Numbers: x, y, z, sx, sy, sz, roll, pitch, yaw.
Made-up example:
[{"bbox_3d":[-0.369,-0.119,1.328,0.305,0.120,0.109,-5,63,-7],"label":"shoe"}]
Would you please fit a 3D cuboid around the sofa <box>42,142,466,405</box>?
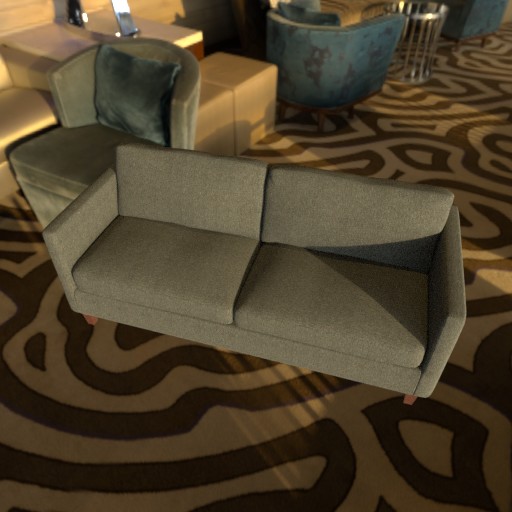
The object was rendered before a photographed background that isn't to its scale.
[{"bbox_3d":[0.000,0.000,2.666,2.208,0.965,0.948,11,42,12],"label":"sofa"}]
